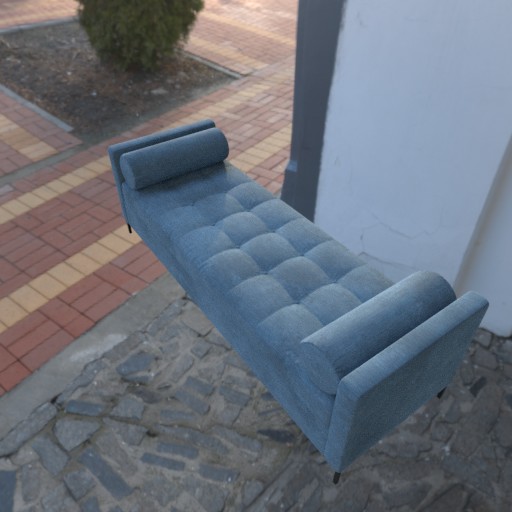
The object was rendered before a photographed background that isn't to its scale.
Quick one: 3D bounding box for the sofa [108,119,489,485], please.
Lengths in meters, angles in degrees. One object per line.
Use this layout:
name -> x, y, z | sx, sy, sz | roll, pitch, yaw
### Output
sofa -> 0.000, 0.000, 2.255 | 0.686, 0.635, 1.981 | -25, 46, -26
